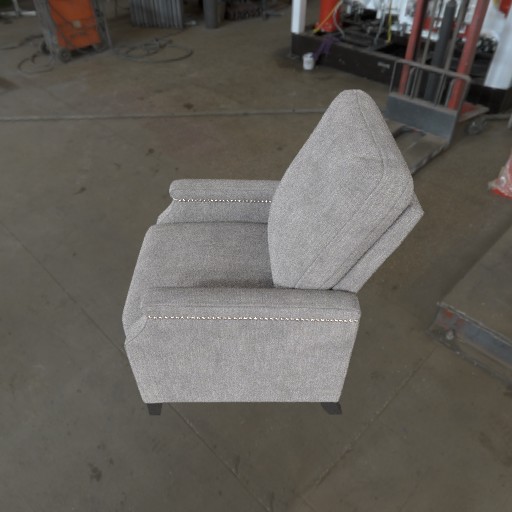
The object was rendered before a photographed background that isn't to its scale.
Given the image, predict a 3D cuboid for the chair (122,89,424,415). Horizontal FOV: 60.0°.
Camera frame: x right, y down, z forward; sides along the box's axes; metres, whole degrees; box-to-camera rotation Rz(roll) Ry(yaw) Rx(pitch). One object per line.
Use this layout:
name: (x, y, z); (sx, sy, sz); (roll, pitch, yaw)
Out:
chair: (0.000, 0.000, 1.632); (0.922, 1.049, 0.710); (0, 42, 0)
